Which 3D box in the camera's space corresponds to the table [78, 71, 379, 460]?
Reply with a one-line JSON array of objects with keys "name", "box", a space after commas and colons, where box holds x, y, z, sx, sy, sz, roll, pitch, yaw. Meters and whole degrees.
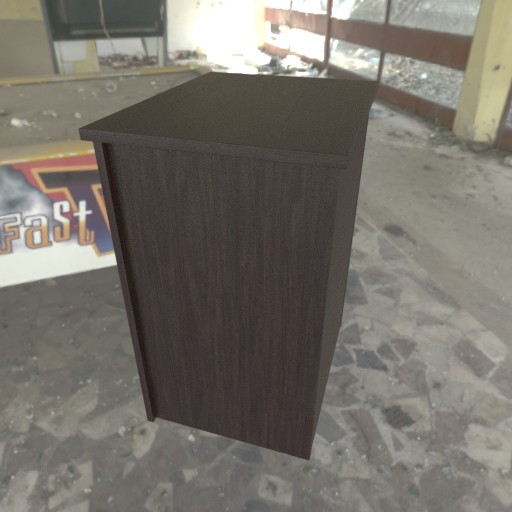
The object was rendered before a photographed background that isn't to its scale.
[{"name": "table", "box": [0.000, 0.000, 0.935, 0.381, 0.635, 0.480, 10, 33, 15]}]
